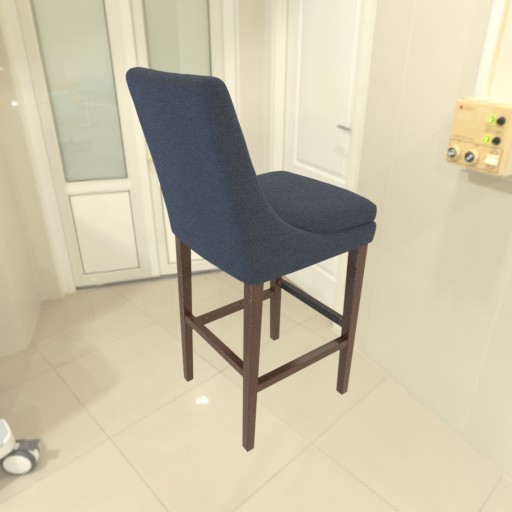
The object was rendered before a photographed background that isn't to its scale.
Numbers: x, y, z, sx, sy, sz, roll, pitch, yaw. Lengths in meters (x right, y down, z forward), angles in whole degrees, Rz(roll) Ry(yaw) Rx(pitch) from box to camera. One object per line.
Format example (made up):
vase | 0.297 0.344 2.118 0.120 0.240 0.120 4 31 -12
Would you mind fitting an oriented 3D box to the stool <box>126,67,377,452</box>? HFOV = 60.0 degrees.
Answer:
stool | 0.000 0.000 1.372 0.577 1.078 0.470 -18 32 -32
